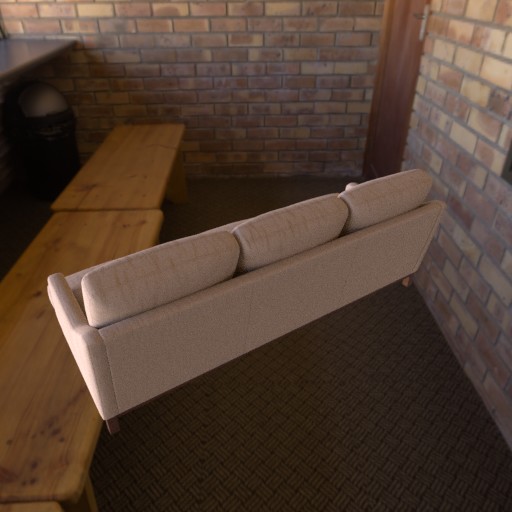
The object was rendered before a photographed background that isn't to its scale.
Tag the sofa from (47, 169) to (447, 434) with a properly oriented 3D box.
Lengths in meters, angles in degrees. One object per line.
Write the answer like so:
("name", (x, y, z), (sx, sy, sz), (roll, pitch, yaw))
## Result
("sofa", (0.000, 0.000, 2.770), (2.321, 0.913, 1.000), (-20, 38, -28))
